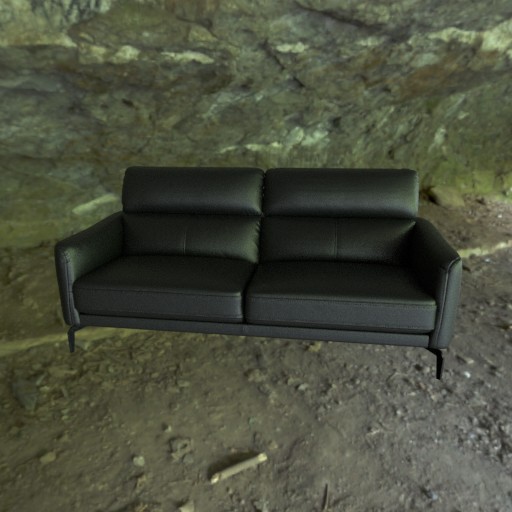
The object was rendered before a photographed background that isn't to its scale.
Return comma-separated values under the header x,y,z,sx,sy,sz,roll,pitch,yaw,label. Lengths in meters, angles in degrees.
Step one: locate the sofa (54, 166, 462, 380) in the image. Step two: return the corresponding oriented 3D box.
x,y,z,sx,sy,sz,roll,pitch,yaw,label
0.000,0.000,2.539,2.069,0.957,0.856,2,15,8,sofa
